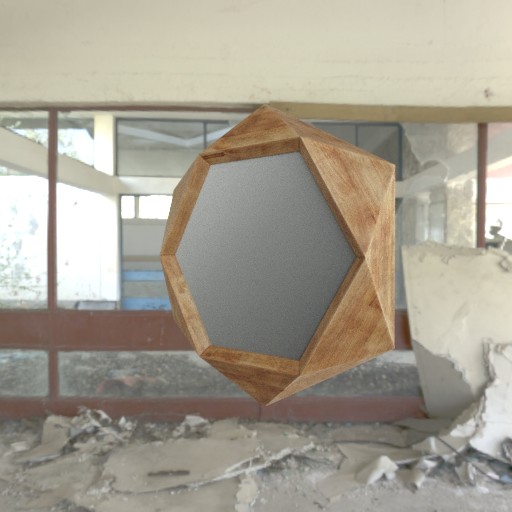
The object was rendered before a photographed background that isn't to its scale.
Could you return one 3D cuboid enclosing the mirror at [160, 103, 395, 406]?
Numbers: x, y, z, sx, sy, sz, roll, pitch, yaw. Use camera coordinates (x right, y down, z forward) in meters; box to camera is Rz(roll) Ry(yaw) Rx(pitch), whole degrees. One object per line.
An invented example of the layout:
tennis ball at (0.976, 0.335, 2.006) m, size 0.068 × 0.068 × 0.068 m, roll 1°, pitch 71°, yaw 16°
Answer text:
mirror at (0.000, 0.000, 1.109) m, size 0.675 × 0.779 × 0.091 m, roll 1°, pitch 1°, yaw 36°
